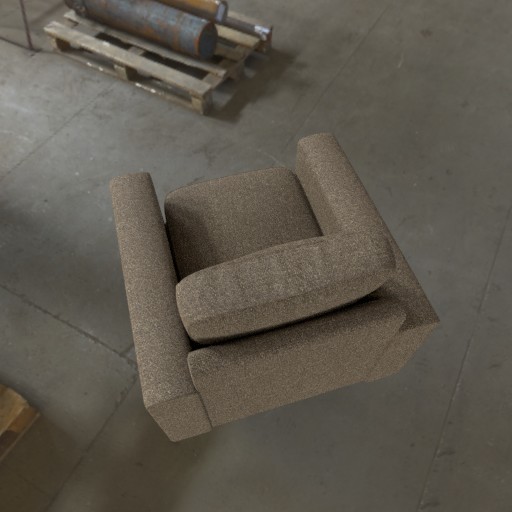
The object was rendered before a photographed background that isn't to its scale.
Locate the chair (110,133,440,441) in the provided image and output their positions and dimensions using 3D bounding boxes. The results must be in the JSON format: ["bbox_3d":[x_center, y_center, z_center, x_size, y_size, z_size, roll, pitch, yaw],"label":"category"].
[{"bbox_3d":[0.000,0.000,1.772,1.005,0.873,1.016,-14,58,-9],"label":"chair"}]
